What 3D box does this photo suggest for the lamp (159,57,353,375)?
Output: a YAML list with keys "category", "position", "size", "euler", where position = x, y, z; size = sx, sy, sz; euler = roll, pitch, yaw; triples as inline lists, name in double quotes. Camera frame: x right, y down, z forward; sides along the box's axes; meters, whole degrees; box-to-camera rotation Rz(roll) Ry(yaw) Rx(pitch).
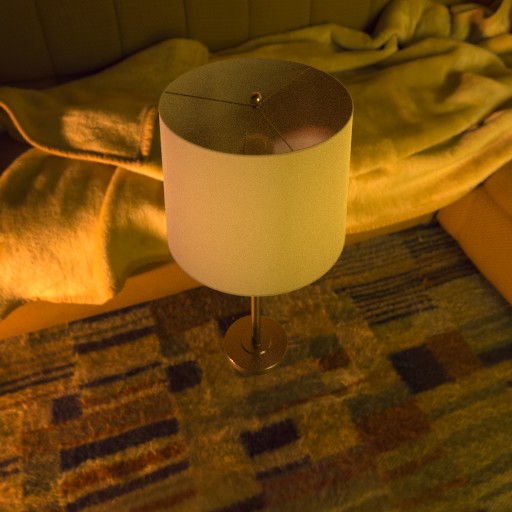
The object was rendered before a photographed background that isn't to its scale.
- category: "lamp"
  position: [0.000, 0.000, 0.895]
  size: [0.333, 0.696, 0.333]
  euler: [0, 47, 0]
